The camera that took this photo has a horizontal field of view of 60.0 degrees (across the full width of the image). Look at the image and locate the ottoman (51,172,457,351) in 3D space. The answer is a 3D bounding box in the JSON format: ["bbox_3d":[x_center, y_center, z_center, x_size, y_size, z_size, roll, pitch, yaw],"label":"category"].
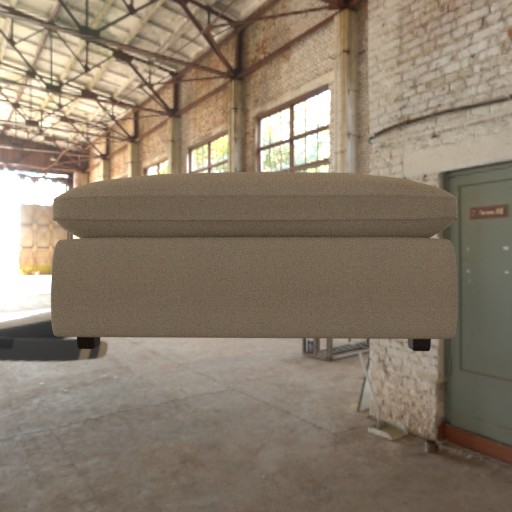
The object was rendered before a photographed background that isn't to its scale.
[{"bbox_3d":[0.000,0.000,1.356,0.984,0.453,0.686,0,0,2],"label":"ottoman"}]
